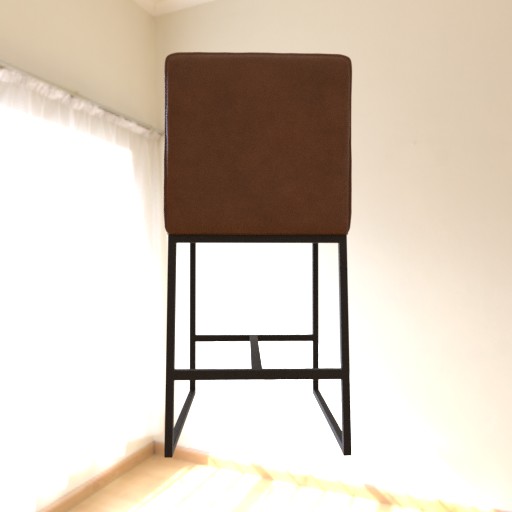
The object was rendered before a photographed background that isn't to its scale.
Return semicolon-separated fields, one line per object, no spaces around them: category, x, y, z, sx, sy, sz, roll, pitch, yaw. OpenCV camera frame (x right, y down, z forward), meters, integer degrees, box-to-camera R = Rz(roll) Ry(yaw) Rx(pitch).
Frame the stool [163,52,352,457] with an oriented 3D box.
stool;0.000;0.000;1.271;0.458;0.940;0.556;0;0;-1
